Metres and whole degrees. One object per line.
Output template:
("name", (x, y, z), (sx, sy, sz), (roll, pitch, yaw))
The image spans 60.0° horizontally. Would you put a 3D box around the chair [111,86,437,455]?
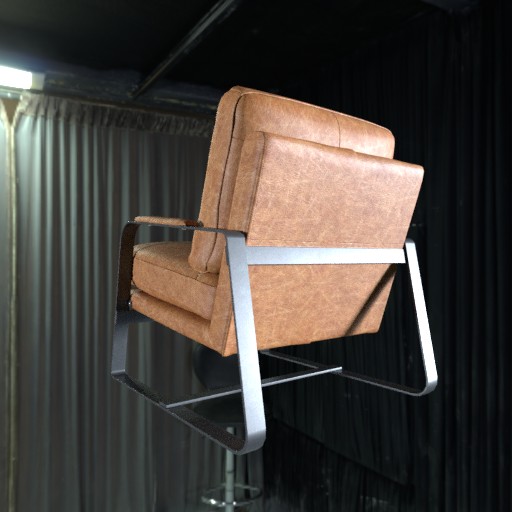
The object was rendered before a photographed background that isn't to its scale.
("chair", (0.000, 0.000, 1.346), (0.651, 0.777, 0.801), (0, 0, -37))
